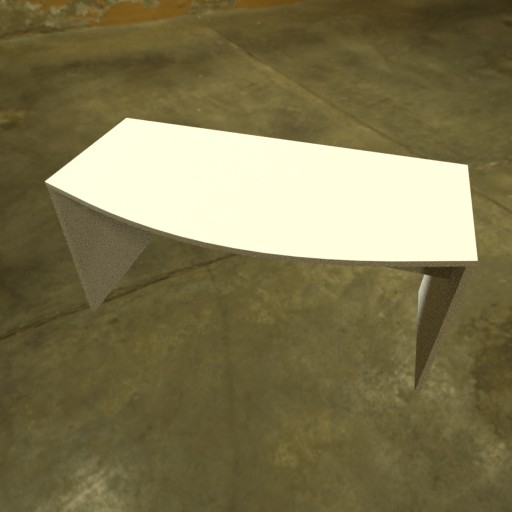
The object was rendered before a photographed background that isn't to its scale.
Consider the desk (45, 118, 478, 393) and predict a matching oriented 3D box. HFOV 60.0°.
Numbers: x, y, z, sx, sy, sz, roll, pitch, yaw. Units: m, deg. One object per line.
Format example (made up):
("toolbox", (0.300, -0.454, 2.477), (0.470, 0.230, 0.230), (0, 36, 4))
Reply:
("desk", (0.000, 0.000, 1.982), (1.600, 0.750, 0.802), (11, 42, 13))
